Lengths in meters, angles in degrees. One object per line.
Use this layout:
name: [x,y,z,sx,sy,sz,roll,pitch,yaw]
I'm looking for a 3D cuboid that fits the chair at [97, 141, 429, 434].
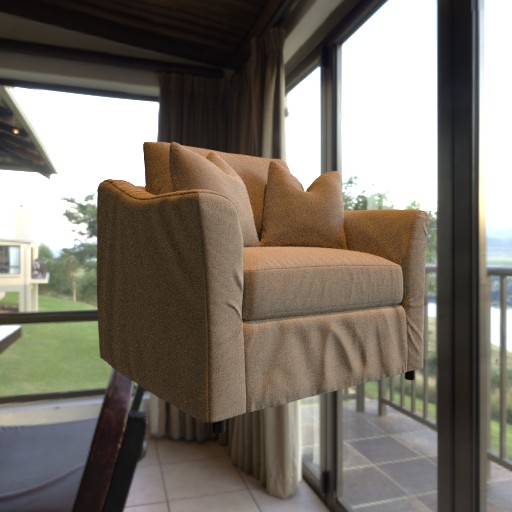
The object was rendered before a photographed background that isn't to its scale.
chair: [0.000,0.000,2.076,1.194,1.093,1.071,0,0,-36]
